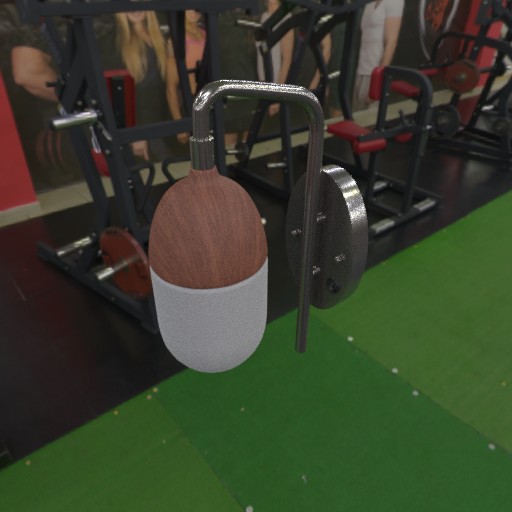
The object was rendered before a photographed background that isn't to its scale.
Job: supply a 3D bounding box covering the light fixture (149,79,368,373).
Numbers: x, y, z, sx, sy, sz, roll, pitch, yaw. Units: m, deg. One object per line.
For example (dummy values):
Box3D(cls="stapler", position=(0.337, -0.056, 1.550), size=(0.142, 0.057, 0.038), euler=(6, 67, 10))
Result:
Box3D(cls="light fixture", position=(0.000, 0.000, 0.446), size=(0.216, 0.343, 0.108), euler=(-22, 39, -30))
